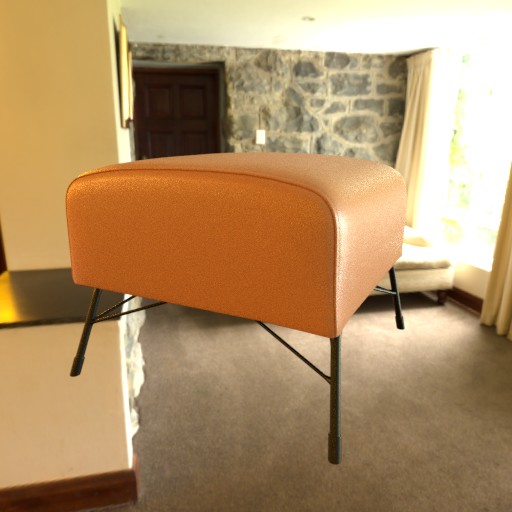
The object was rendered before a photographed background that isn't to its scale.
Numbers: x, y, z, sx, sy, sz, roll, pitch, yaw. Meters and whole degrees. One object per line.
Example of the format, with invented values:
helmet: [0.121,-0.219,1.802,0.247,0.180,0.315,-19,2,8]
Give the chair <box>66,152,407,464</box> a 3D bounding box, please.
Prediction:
chair: [0.000,0.000,0.900,0.530,0.410,0.530,7,16,27]
